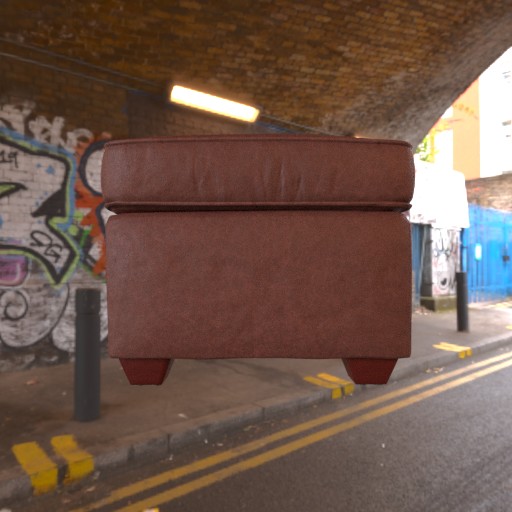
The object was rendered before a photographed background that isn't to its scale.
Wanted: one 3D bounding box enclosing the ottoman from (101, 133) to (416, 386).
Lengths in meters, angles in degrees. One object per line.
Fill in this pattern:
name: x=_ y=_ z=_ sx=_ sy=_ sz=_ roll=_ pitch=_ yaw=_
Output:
ottoman: x=0.000 y=0.000 z=1.082 sx=0.548 sy=0.449 sz=0.749 roll=0 pitch=-1 yaw=-1
